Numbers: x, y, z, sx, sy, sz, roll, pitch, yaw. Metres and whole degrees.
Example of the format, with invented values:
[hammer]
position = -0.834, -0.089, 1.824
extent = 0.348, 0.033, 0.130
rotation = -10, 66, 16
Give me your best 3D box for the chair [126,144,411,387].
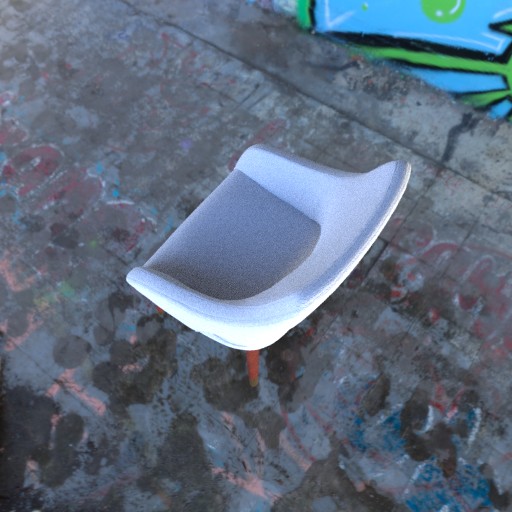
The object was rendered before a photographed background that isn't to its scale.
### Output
[chair]
position = 0.000, 0.000, 1.351
extent = 0.600, 0.889, 0.609
rotation = 33, 68, 16
